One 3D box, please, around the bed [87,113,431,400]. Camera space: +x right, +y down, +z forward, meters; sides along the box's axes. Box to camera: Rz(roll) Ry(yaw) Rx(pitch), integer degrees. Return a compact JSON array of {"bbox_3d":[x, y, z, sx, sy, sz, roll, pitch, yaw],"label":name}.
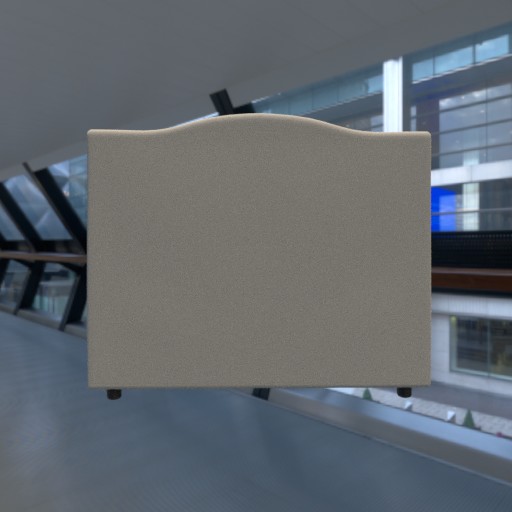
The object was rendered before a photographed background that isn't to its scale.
[{"bbox_3d":[0.000,0.000,3.289,1.753,1.460,2.143,0,0,-1],"label":"bed"}]
